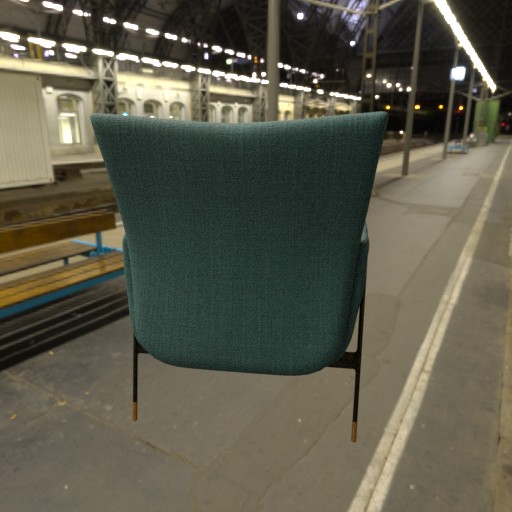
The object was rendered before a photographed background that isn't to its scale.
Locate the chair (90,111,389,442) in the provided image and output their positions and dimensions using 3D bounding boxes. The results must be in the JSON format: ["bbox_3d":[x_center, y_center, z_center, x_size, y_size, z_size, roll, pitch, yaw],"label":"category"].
[{"bbox_3d":[0.000,0.000,1.425,0.678,0.859,0.769,2,16,8],"label":"chair"}]
